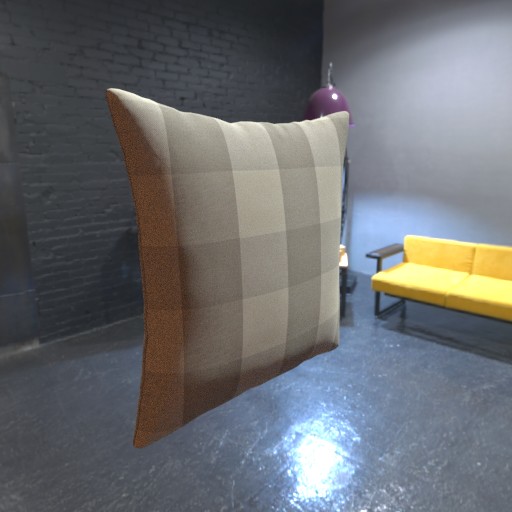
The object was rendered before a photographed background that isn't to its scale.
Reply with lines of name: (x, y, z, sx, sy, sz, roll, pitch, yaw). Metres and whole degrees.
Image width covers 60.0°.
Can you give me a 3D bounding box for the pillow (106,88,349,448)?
pillow: (0.000, 0.000, 0.773, 0.511, 0.509, 0.161, -13, 19, -43)
